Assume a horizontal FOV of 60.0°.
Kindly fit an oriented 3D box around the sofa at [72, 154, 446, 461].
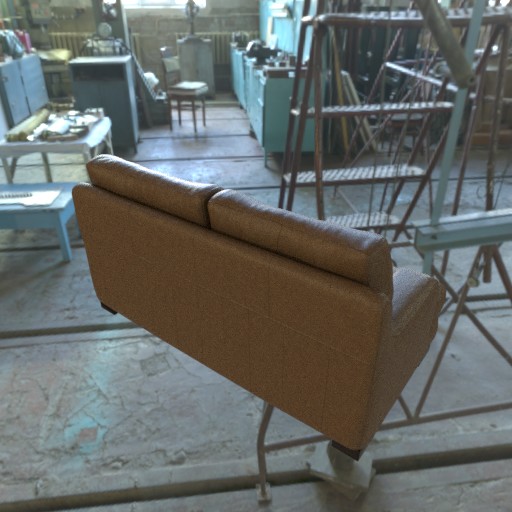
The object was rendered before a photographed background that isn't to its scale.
[{"bbox_3d":[0.000,0.000,2.418,1.855,0.980,0.962,21,36,32],"label":"sofa"}]
